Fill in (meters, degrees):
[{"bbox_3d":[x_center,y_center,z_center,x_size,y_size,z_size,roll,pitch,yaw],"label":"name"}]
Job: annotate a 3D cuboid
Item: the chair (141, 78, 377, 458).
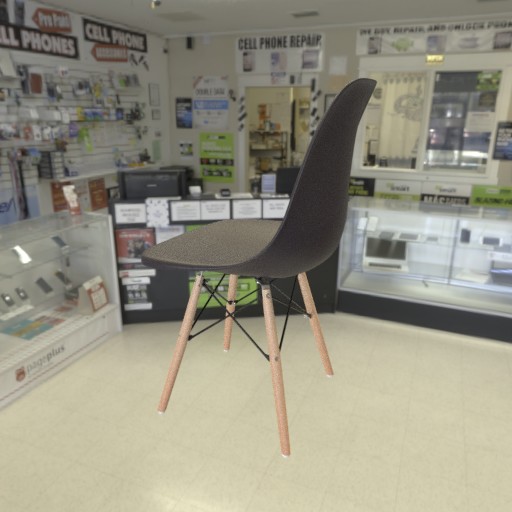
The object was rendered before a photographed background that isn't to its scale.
[{"bbox_3d":[0.000,0.000,1.134,0.533,0.825,0.470,8,20,24],"label":"chair"}]
